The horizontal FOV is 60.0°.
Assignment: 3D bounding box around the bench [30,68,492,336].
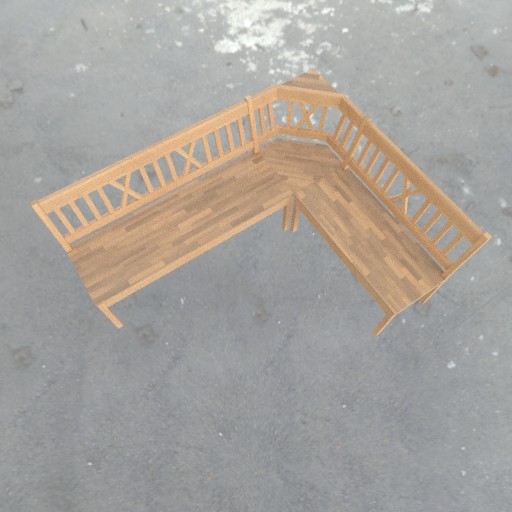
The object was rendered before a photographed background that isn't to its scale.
[{"bbox_3d":[0.000,0.000,2.761,1.937,0.902,1.537,-31,68,-14],"label":"bench"}]
